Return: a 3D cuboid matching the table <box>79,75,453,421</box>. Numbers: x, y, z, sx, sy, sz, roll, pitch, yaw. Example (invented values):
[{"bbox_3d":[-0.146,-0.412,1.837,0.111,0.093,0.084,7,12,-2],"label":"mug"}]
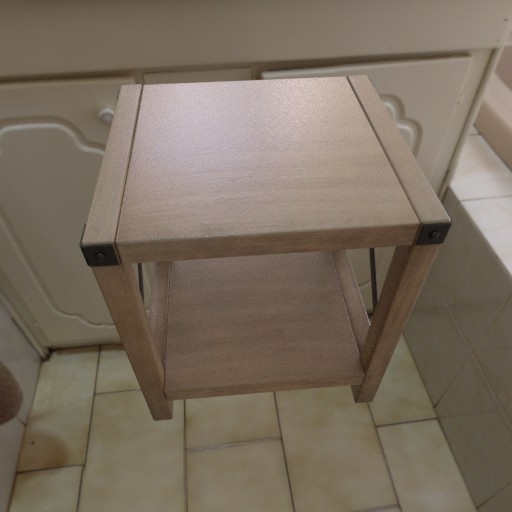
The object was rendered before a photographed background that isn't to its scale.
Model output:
[{"bbox_3d":[0.000,0.000,0.936,0.510,0.561,0.459,-4,47,-4],"label":"table"}]
